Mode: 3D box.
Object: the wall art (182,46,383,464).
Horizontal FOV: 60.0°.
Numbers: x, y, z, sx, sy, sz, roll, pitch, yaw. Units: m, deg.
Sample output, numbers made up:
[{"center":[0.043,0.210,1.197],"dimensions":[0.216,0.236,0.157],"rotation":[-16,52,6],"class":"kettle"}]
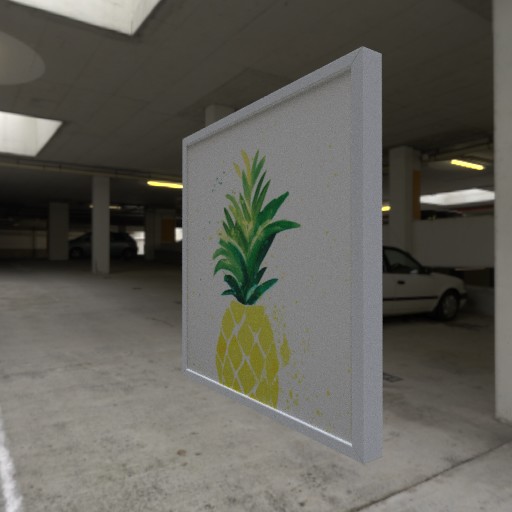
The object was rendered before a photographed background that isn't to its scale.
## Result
[{"center":[0.000,0.000,0.757],"dimensions":[0.035,0.507,0.508],"rotation":[0,-1,-35],"class":"wall art"}]
